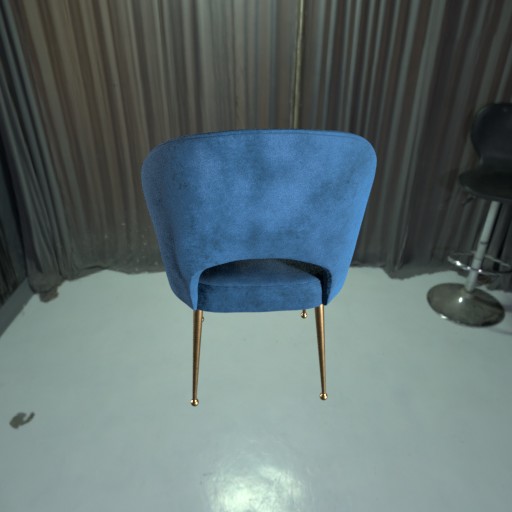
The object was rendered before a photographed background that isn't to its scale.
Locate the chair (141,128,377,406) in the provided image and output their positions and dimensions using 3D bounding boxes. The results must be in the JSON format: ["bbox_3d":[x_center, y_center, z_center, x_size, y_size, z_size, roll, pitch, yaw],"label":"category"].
[{"bbox_3d":[0.000,0.000,1.246,0.527,0.860,0.577,-2,31,-3],"label":"chair"}]
